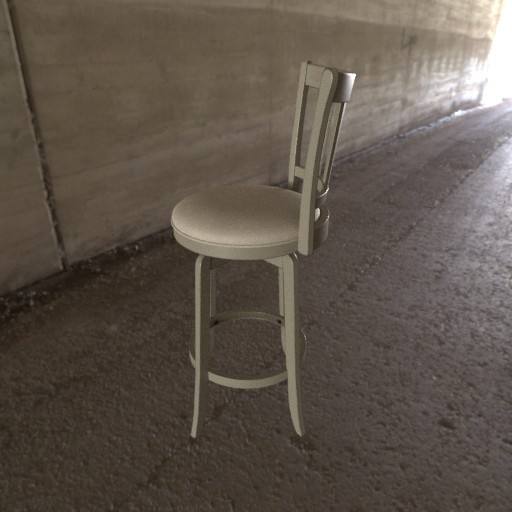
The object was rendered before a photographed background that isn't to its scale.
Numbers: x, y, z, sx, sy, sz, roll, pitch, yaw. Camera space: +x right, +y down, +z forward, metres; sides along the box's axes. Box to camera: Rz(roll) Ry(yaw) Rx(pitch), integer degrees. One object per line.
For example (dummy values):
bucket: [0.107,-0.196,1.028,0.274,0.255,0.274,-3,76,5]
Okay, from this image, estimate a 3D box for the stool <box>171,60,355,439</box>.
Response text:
stool: [0.000,0.000,1.309,0.475,1.042,0.436,0,26,-1]
